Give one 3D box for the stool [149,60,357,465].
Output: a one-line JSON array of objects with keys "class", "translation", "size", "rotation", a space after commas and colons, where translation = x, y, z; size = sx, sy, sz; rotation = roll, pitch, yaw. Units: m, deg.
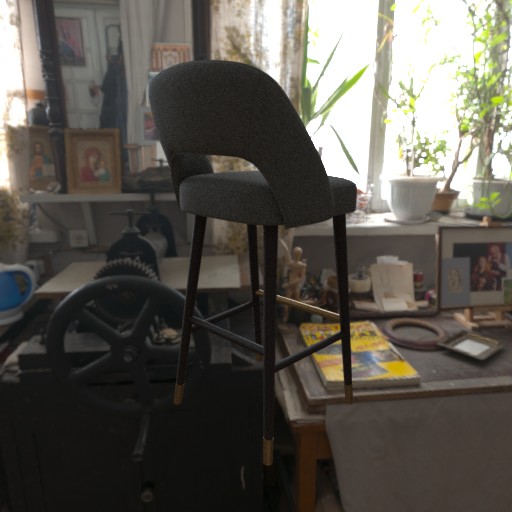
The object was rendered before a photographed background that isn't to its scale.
[{"class": "stool", "translation": [0.000, 0.000, 1.405], "size": [0.536, 1.089, 0.524], "rotation": [14, 20, 42]}]
